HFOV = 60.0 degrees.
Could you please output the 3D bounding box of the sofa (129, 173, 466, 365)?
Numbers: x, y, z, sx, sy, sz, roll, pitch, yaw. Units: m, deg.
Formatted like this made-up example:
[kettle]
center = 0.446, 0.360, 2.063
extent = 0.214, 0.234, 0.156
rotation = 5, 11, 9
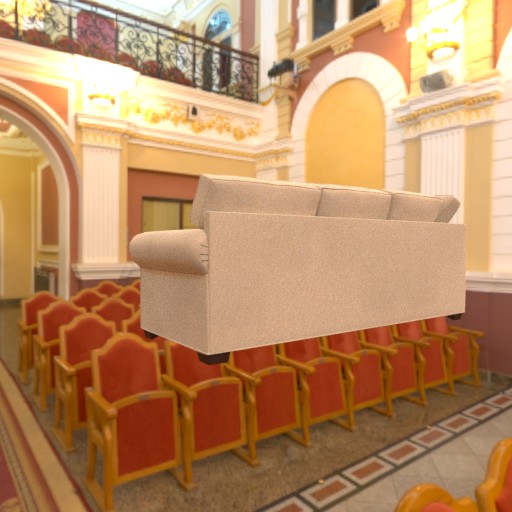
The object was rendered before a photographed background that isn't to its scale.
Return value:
[sofa]
center = 0.000, 0.000, 3.964
extent = 2.569, 1.054, 2.487
rotation = -1, 2, -36
